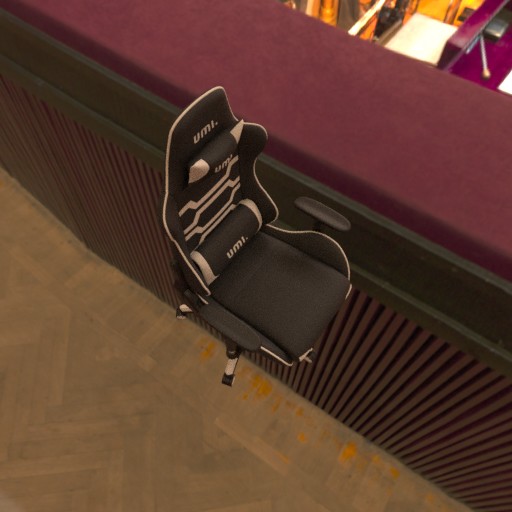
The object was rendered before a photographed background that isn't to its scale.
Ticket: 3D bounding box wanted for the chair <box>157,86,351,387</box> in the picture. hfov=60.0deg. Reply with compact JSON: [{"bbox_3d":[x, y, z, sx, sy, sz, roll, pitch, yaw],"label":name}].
[{"bbox_3d":[0.000,0.000,1.683,0.700,1.240,0.700,32,64,18],"label":"chair"}]
